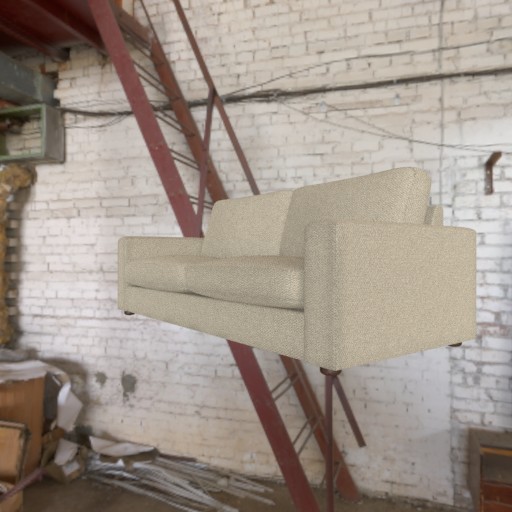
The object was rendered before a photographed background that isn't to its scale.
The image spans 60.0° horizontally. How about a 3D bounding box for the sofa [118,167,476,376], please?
[{"bbox_3d":[0.000,0.000,2.681,1.016,0.873,2.179,0,0,-37],"label":"sofa"}]
